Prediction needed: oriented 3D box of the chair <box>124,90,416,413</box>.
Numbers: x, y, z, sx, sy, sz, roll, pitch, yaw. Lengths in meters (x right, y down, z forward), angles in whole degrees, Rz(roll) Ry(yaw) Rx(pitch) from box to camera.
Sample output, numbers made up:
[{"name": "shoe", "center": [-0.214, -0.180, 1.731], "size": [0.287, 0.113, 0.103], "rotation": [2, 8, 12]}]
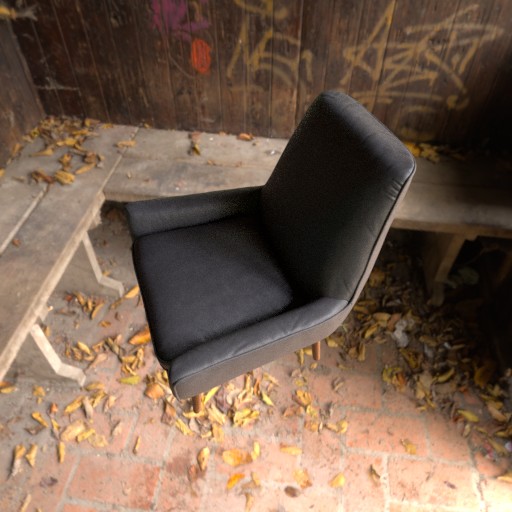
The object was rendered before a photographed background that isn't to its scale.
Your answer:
[{"name": "chair", "center": [0.000, 0.000, 1.544], "size": [0.822, 0.888, 0.787], "rotation": [-15, 49, -14]}]
